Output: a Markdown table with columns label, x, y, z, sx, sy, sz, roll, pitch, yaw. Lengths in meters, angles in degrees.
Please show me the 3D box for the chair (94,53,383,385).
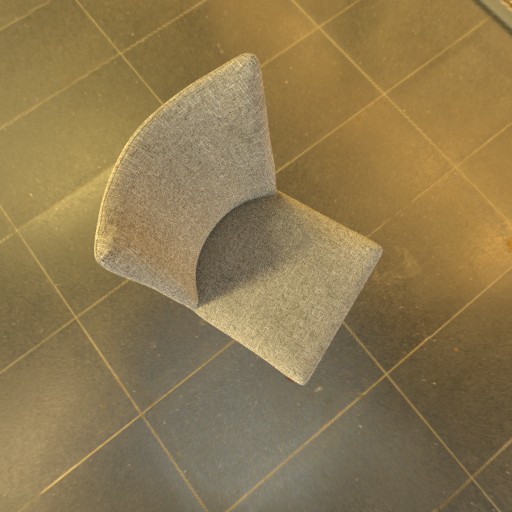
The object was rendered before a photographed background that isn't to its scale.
| label | x | y | z | sx | sy | sz | roll | pitch | yaw |
| --- | --- | --- | --- | --- | --- | --- | --- | --- | --- |
| chair | 0.000 | 0.000 | 1.283 | 0.623 | 0.924 | 0.535 | 32 | 78 | 8 |
